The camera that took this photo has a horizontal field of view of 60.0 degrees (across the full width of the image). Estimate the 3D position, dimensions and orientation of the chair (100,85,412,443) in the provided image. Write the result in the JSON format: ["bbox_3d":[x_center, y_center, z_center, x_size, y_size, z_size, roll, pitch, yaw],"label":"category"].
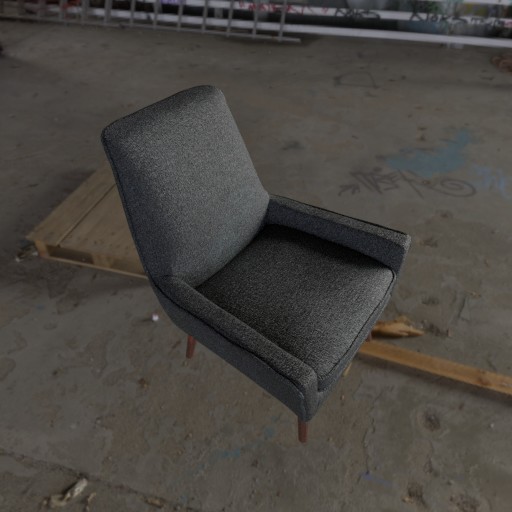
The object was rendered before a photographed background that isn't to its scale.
[{"bbox_3d":[0.000,0.000,1.516,0.859,0.883,0.763,25,47,26],"label":"chair"}]
